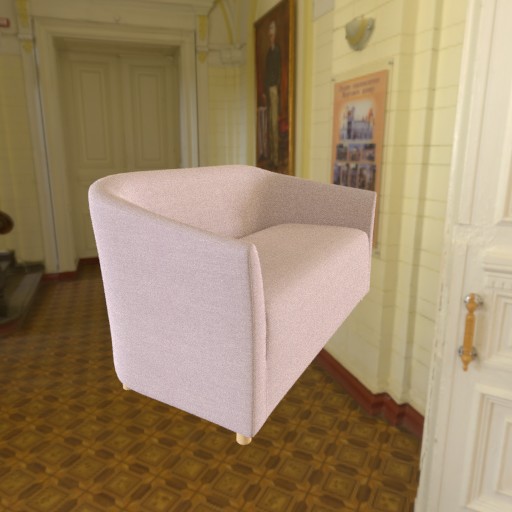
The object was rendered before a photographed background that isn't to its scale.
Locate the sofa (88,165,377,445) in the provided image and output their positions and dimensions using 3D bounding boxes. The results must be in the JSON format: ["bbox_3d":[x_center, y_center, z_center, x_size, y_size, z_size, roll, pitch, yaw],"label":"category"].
[{"bbox_3d":[0.000,0.000,1.879,0.705,0.721,1.452,7,15,26],"label":"sofa"}]
